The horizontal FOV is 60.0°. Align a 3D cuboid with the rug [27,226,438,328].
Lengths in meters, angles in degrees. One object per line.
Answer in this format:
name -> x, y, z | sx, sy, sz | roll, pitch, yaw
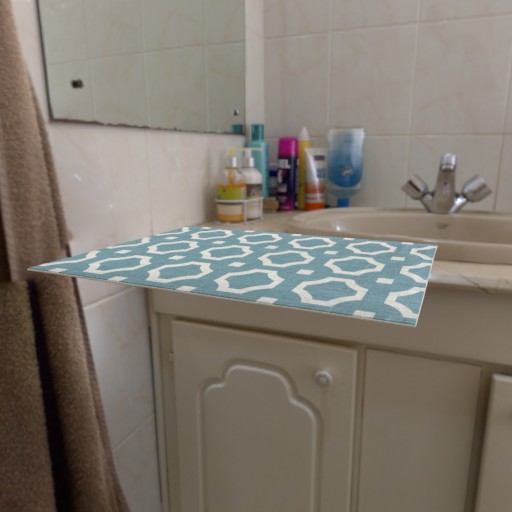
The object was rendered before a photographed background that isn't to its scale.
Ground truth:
rug -> 0.000, 0.000, 4.148 | 3.049, 0.021, 2.466 | 6, 14, 24
